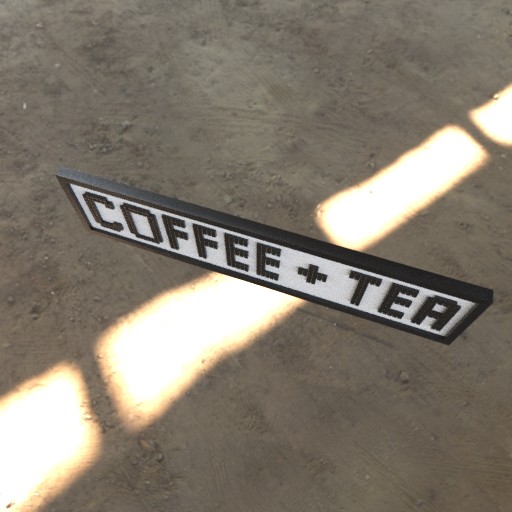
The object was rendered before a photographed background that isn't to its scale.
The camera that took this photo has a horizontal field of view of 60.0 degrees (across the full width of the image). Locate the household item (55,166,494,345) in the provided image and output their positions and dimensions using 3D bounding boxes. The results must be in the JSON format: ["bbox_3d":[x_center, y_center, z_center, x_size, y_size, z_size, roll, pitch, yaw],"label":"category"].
[{"bbox_3d":[0.000,0.000,1.068,1.001,0.236,0.030,17,60,10],"label":"household item"}]
